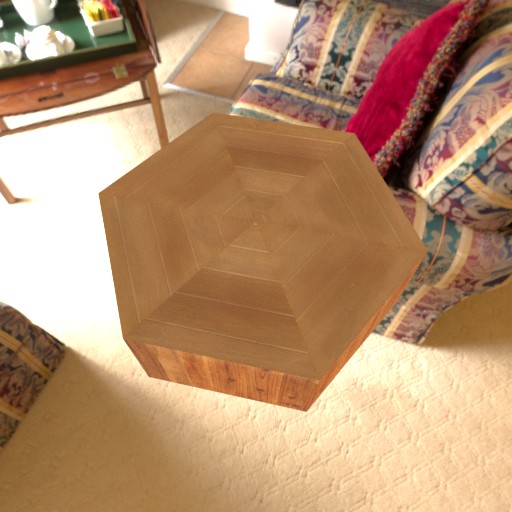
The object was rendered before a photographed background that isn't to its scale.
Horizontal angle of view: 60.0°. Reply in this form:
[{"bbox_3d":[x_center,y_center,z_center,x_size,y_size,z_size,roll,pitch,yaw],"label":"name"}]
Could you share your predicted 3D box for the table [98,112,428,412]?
[{"bbox_3d":[0.000,0.000,1.710,1.000,0.456,1.154,-15,59,-9],"label":"table"}]
